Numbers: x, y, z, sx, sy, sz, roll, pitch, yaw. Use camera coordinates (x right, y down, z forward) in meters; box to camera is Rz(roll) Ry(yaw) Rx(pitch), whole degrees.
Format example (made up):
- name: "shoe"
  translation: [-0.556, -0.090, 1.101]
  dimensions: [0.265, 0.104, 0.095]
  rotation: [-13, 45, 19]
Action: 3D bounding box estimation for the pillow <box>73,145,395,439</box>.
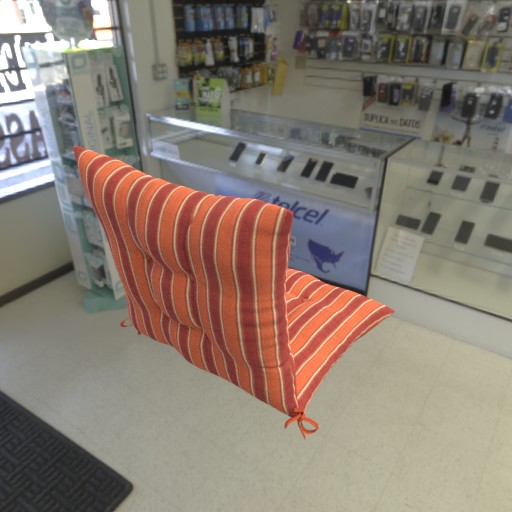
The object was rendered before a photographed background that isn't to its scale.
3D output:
- name: "pillow"
  translation: [0.000, 0.000, 1.019]
  dimensions: [0.541, 0.536, 0.585]
  rotation: [21, 36, 32]
